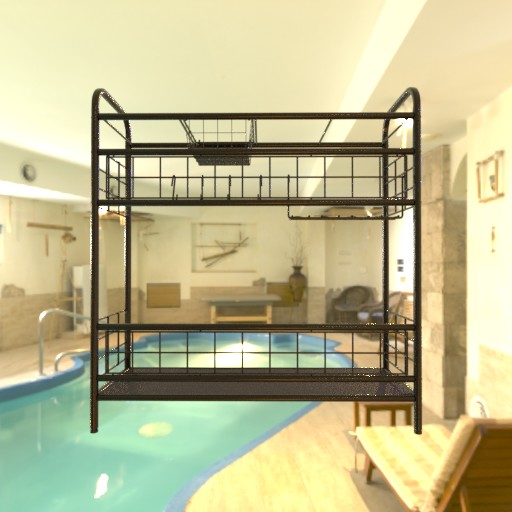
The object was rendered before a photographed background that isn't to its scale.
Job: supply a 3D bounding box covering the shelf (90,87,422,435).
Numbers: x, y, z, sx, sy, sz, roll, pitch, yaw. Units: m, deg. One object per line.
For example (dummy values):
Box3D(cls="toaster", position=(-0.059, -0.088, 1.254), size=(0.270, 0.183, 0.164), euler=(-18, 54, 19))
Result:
Box3D(cls="shelf", position=(0.000, 0.000, 1.448), size=(0.961, 1.026, 0.350), euler=(0, -1, 1))
